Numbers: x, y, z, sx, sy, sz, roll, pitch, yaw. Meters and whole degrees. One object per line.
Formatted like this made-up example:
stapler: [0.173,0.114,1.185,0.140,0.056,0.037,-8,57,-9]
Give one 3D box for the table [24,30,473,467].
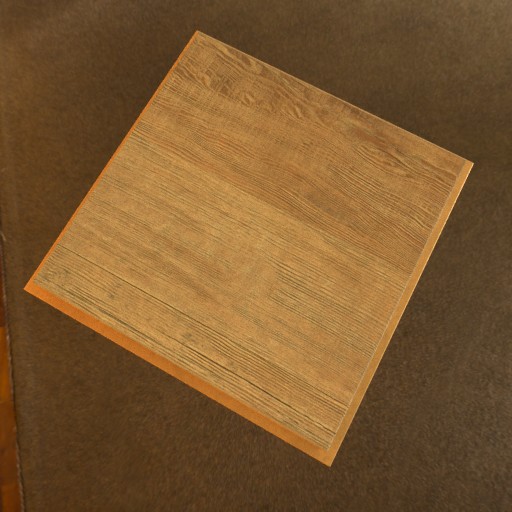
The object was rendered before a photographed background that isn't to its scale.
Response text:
table: [0.000,0.000,1.057,0.599,0.584,0.599,28,79,6]
